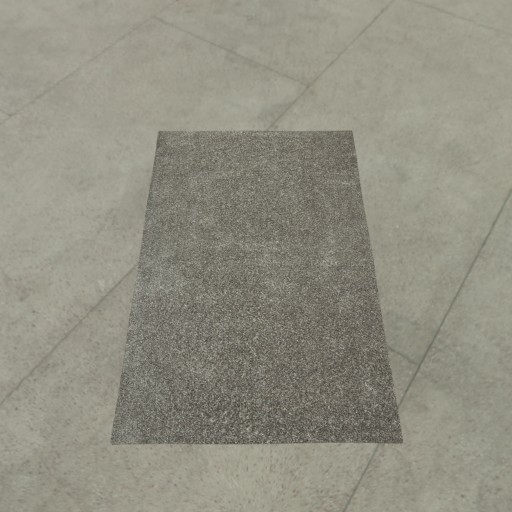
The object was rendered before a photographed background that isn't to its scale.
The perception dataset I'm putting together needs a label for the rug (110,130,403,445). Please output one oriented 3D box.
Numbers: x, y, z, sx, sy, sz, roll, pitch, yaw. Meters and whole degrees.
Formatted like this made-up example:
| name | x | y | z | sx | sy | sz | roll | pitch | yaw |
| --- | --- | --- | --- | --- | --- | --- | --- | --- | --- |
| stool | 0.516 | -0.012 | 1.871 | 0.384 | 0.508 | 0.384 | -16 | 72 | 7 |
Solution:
| name | x | y | z | sx | sy | sz | roll | pitch | yaw |
| --- | --- | --- | --- | --- | --- | --- | --- | --- | --- |
| rug | 0.000 | 0.000 | 3.419 | 1.802 | 0.026 | 2.699 | 0 | 59 | 0 |
